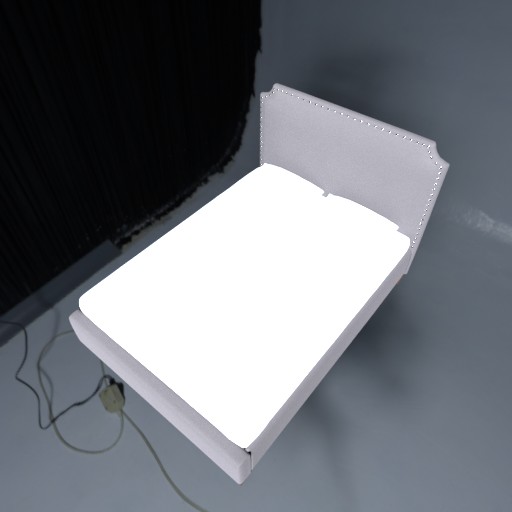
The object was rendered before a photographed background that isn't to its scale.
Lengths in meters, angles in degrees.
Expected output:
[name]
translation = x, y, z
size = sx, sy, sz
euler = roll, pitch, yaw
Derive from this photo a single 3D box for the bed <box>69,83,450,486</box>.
[bed]
translation = 0.000, 0.000, 3.359
size = 1.713, 1.443, 2.372
euler = 31, 54, 26
